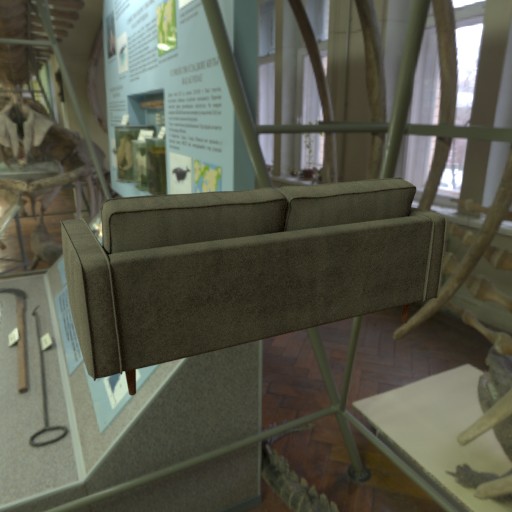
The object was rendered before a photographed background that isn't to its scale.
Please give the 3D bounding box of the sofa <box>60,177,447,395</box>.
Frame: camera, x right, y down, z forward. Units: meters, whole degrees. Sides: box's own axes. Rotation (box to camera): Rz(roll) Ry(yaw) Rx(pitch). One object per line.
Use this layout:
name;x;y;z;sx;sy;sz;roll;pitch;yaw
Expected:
sofa;0.000;0.000;2.441;1.920;0.825;0.924;-8;19;-26
